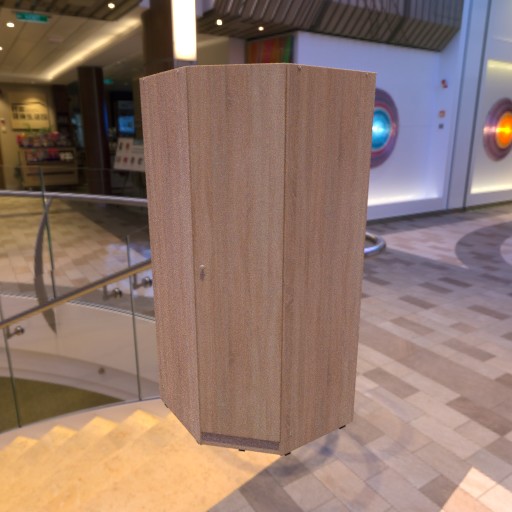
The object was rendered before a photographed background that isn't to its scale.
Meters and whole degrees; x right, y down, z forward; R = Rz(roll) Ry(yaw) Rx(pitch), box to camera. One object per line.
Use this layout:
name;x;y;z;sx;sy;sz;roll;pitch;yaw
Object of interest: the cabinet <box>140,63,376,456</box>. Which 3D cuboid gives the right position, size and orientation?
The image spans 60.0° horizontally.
cabinet;0.000;0.000;2.829;1.327;2.120;1.094;3;16;11
